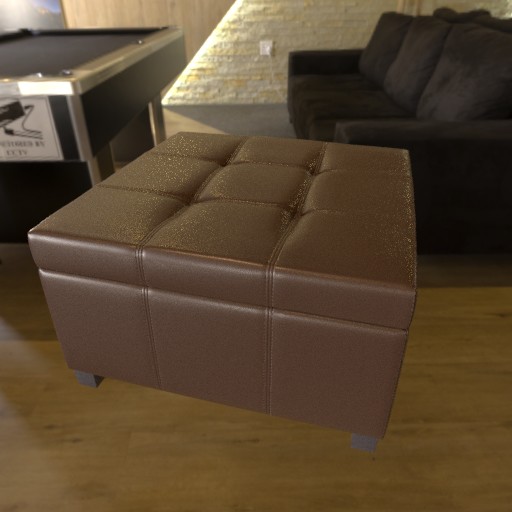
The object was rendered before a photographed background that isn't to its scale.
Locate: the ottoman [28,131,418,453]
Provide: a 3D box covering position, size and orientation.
[{"bbox_3d":[0.000,0.000,1.250,0.787,0.460,0.788,8,32,13],"label":"ottoman"}]
